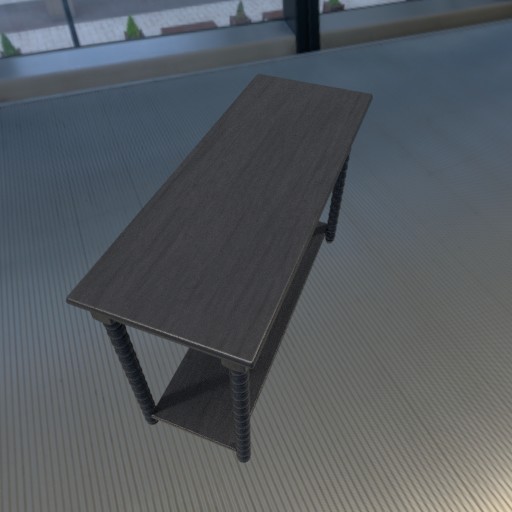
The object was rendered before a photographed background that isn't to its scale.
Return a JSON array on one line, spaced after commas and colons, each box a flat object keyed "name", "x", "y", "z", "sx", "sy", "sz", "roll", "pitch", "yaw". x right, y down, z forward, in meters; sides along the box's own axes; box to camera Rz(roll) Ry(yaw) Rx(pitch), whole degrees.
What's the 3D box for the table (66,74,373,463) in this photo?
[{"name": "table", "x": 0.000, "y": 0.000, "z": 1.564, "sx": 0.459, "sy": 0.735, "sz": 1.184, "roll": 16, "pitch": 49, "yaw": 14}]
